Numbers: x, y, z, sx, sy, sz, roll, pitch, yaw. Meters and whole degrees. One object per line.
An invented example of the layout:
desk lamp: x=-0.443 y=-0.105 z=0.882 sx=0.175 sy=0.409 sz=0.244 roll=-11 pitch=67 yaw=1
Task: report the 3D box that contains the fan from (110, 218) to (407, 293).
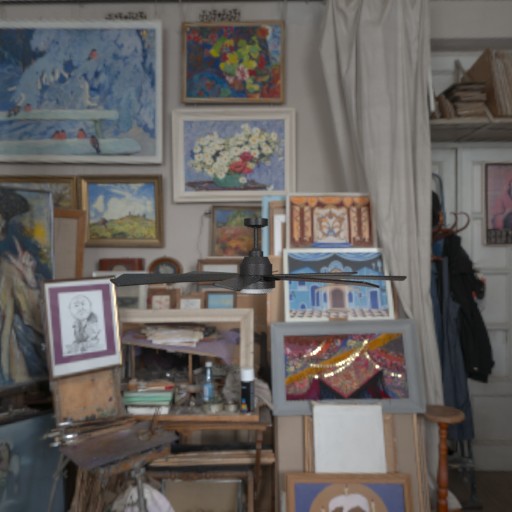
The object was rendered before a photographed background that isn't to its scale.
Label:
fan: x=0.000 y=0.000 z=2.820 sx=1.830 sy=0.472 sz=1.830 roll=0 pitch=0 yaw=-37
